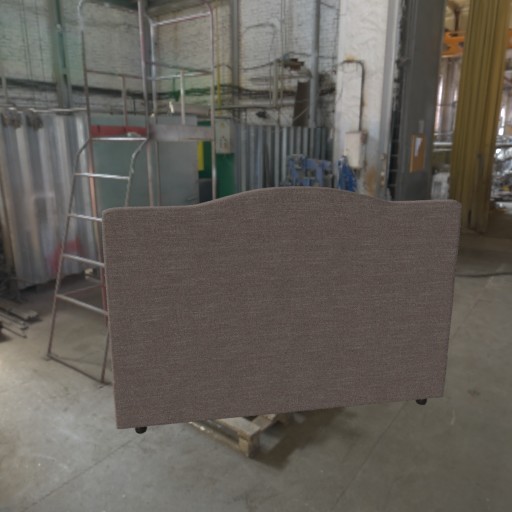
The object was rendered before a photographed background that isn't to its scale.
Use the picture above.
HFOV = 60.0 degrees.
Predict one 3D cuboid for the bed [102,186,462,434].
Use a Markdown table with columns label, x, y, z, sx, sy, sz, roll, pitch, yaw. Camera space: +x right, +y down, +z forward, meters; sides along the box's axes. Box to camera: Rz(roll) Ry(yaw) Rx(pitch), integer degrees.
| label | x | y | z | sx | sy | sz | roll | pitch | yaw |
| --- | --- | --- | --- | --- | --- | --- | --- | --- | --- |
| bed | 0.000 | 0.000 | 3.876 | 2.161 | 1.457 | 2.689 | -2 | 15 | -9 |
